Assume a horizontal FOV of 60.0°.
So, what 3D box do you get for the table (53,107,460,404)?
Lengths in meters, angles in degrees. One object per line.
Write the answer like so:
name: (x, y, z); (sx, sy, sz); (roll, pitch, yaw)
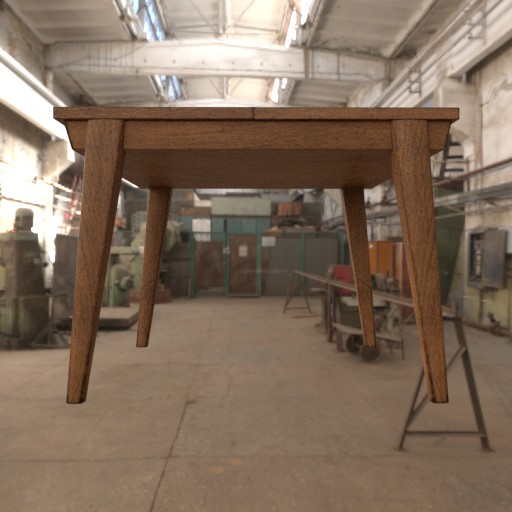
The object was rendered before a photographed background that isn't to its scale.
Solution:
table: (0.000, 0.000, 1.502); (1.027, 0.760, 0.757); (0, 0, 0)
